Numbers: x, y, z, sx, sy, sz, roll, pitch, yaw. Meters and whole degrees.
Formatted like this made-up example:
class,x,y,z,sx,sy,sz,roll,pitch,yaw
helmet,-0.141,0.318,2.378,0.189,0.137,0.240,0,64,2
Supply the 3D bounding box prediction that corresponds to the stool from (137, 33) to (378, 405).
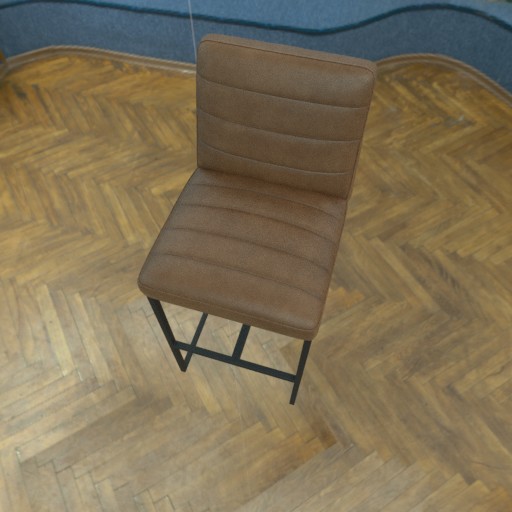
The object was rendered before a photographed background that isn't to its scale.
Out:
class,x,y,z,sx,sy,sz,roll,pitch,yaw
stool,0.000,0.000,1.327,0.458,1.040,0.556,14,58,9
